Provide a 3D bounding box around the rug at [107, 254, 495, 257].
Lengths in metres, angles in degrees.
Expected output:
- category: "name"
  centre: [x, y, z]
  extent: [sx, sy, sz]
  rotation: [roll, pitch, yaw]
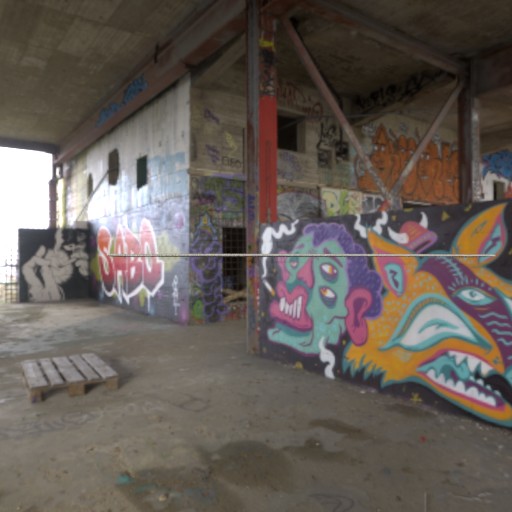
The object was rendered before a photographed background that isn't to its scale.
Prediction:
- category: "rug"
  centre: [0.000, 0.000, 4.070]
  extent: [2.451, 0.026, 3.069]
  rotation: [0, 0, -16]
